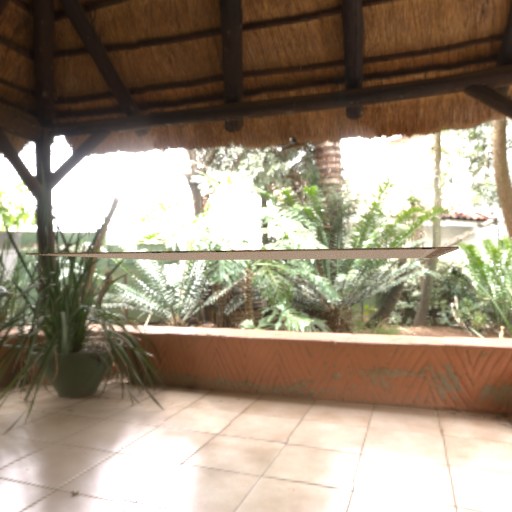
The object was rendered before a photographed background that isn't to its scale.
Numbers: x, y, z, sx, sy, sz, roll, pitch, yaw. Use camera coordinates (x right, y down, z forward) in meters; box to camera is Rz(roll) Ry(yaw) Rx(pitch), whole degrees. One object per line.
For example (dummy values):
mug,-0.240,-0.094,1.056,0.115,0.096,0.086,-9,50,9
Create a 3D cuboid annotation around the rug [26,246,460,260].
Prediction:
rug,0.000,0.000,2.319,1.827,0.008,1.230,-1,-2,19
